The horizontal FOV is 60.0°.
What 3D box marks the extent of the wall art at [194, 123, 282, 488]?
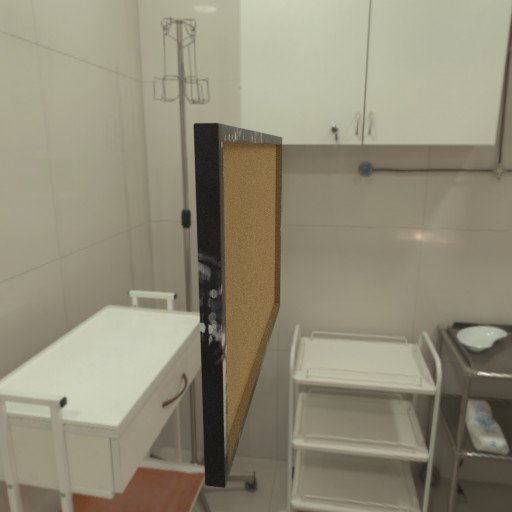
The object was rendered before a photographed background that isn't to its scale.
[{"bbox_3d":[0.000,0.000,1.139,0.038,0.609,0.914,2,14,9],"label":"wall art"}]
